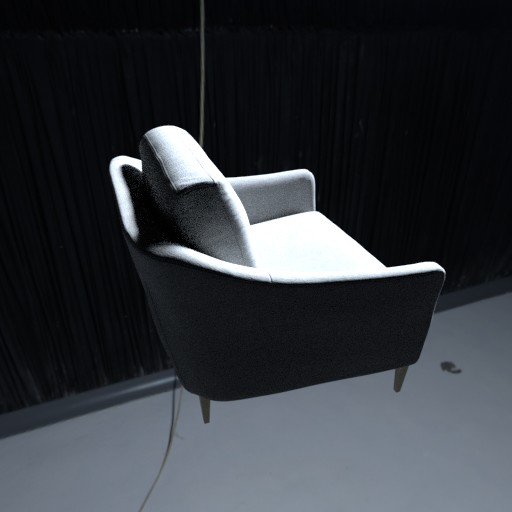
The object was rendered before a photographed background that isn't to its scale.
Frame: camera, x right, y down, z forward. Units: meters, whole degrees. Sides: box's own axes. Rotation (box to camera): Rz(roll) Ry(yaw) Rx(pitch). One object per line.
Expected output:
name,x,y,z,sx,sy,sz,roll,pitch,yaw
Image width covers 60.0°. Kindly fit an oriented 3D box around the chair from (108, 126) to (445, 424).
chair,0.000,0.000,1.708,0.961,0.902,0.986,-11,32,-18
